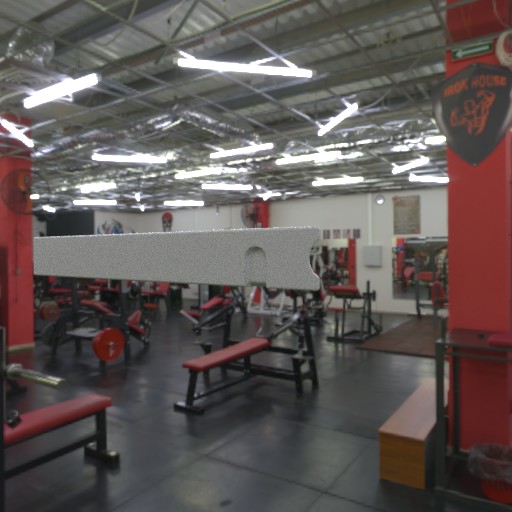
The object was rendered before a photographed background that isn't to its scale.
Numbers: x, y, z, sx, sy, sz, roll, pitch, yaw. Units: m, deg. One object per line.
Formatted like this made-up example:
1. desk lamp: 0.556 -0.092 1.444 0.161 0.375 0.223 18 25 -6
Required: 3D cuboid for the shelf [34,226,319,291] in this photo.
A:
1. shelf: 0.000 0.000 0.442 0.296 0.035 0.296 0 0 36
